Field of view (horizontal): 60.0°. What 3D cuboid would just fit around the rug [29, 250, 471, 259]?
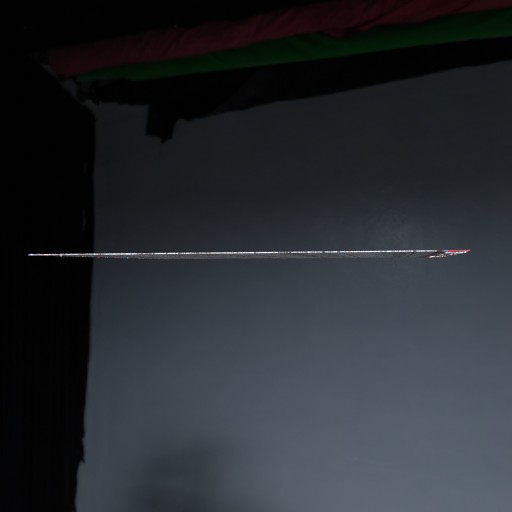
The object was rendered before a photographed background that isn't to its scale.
[{"bbox_3d":[0.000,0.000,3.004,2.465,0.012,1.465,0,-1,18],"label":"rug"}]
